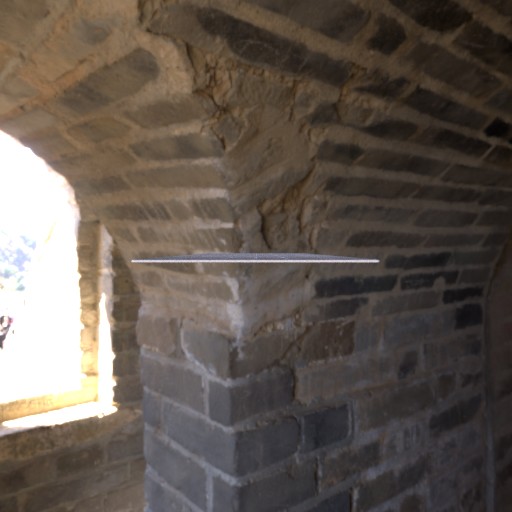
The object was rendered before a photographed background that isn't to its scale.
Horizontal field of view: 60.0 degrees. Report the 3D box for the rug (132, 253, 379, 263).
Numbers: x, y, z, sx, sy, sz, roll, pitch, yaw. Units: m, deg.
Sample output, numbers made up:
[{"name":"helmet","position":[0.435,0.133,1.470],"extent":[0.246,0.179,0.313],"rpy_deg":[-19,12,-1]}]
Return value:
[{"name":"rug","position":[0.000,0.000,2.737],"extent":[0.864,0.012,2.388],"rpy_deg":[0,1,0]}]
